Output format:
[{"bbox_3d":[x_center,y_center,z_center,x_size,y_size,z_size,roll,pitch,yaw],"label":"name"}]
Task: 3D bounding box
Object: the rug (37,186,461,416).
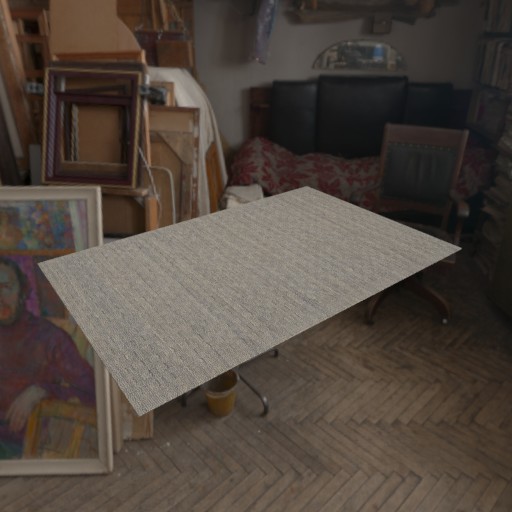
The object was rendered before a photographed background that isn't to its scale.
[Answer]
[{"bbox_3d":[0.000,0.000,2.181,1.752,0.006,1.142,-20,35,-32],"label":"rug"}]
